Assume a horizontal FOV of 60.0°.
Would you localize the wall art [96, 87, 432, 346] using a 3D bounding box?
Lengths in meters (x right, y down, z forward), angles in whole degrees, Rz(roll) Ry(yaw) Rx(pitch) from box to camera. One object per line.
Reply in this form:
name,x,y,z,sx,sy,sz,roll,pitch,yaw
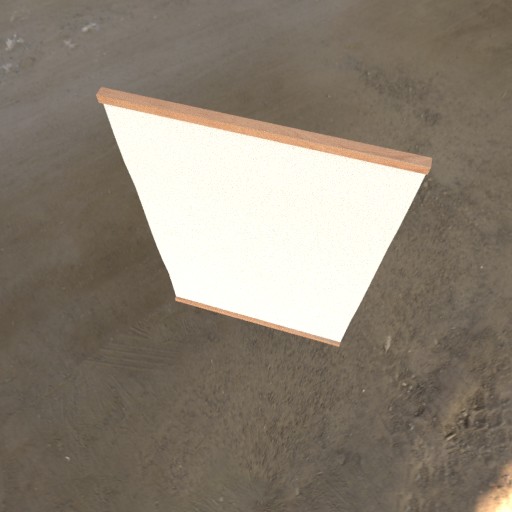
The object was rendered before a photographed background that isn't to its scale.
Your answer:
wall art,0.000,0.000,0.646,0.332,0.508,0.012,15,61,8
